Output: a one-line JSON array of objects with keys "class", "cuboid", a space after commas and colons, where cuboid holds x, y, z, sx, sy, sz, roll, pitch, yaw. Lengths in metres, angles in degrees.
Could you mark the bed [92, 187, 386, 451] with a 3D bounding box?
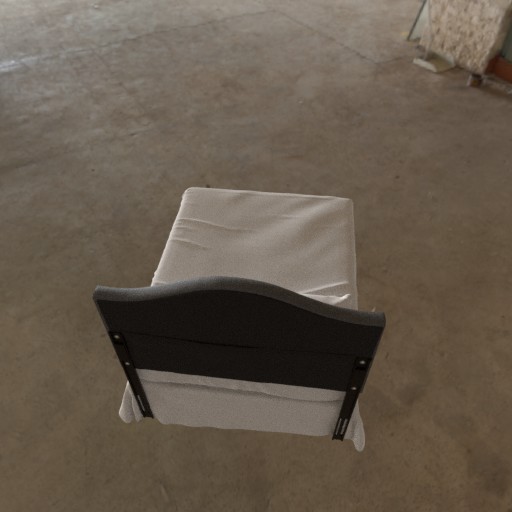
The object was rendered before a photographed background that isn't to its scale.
[{"class": "bed", "cuboid": [0.000, 0.000, 3.507, 1.876, 1.645, 2.221, 5, 46, 5]}]
